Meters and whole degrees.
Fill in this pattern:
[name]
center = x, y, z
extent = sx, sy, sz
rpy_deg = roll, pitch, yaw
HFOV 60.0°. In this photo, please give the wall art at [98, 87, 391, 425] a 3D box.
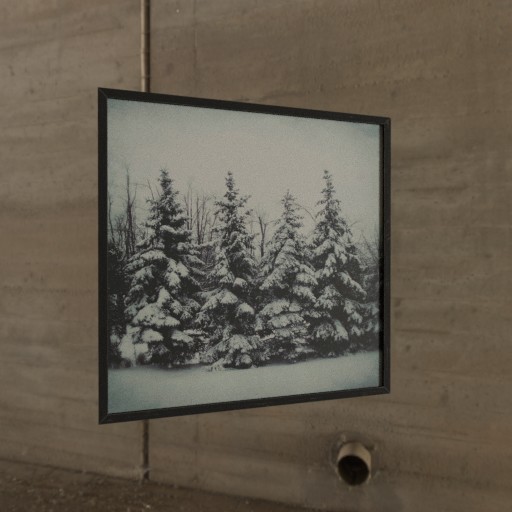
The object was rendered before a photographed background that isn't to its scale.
[wall art]
center = 0.000, 0.000, 0.755
extent = 0.506, 0.506, 0.036
rpy_deg = 0, 0, -17
